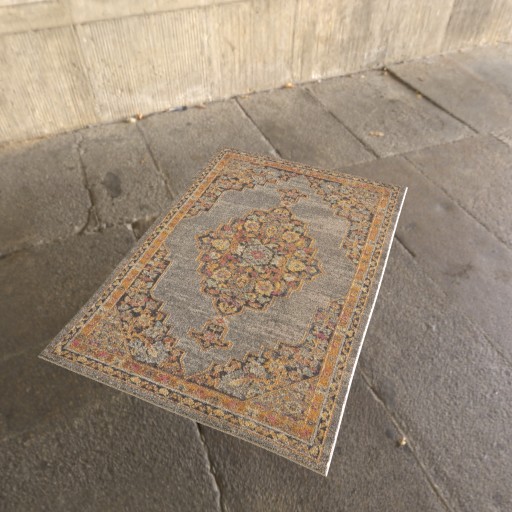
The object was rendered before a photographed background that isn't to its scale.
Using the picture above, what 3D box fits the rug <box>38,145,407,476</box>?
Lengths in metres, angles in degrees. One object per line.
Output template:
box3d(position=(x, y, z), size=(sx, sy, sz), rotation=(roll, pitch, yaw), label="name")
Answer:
box3d(position=(0.000, 0.000, 3.900), size=(2.158, 0.024, 3.063), rotation=(16, 48, 15), label="rug")
